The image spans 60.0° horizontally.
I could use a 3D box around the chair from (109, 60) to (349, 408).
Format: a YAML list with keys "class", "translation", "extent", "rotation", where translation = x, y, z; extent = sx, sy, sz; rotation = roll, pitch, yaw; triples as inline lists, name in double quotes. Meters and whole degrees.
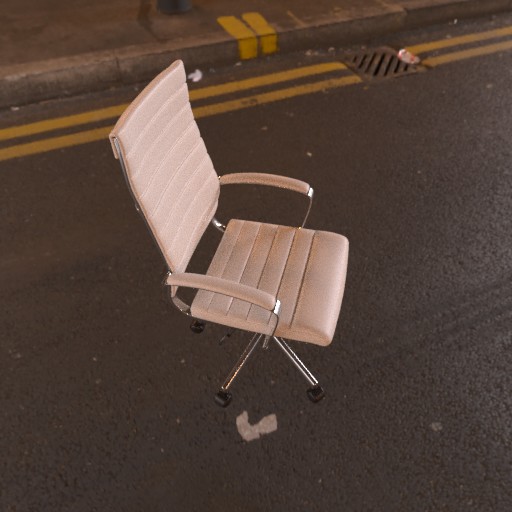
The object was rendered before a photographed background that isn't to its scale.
- class: "chair"
  translation: [0.000, 0.000, 1.575]
  extent: [0.679, 1.149, 0.679]
  rotation: [11, 48, 10]
